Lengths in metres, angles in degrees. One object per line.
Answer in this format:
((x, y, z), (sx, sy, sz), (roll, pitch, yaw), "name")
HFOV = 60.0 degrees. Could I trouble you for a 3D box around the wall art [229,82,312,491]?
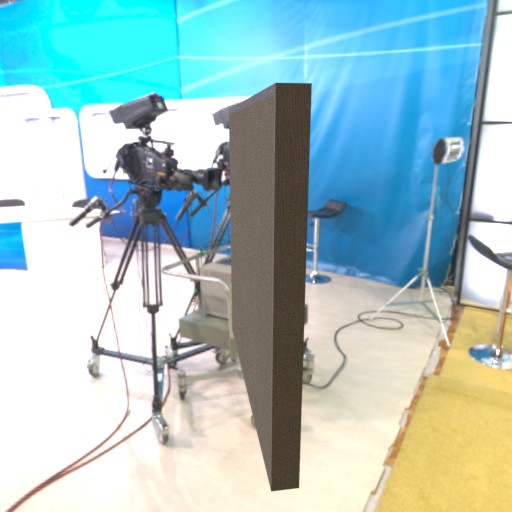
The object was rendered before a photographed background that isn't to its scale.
((0.000, 0.000, 0.764), (0.038, 0.506, 0.508), (-2, 16, -8), "wall art")
